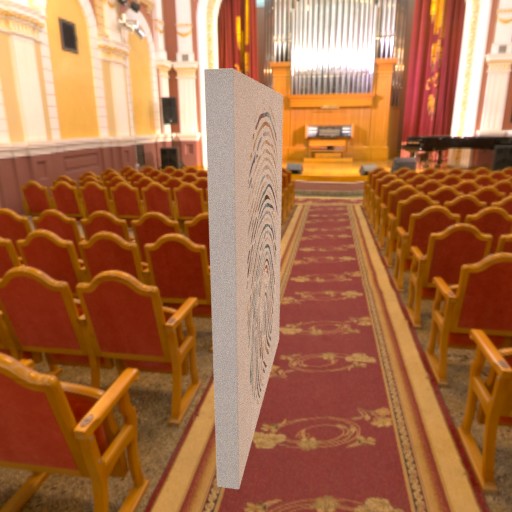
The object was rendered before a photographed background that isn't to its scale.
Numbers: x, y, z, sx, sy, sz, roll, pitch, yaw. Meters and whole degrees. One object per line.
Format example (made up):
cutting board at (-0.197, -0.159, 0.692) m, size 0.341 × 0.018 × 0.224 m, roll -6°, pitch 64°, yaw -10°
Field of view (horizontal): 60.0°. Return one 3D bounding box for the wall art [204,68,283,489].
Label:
wall art at (0.000, 0.000, 0.844) m, size 0.037 × 0.606 × 0.508 m, roll 3°, pitch 17°, yaw 9°
